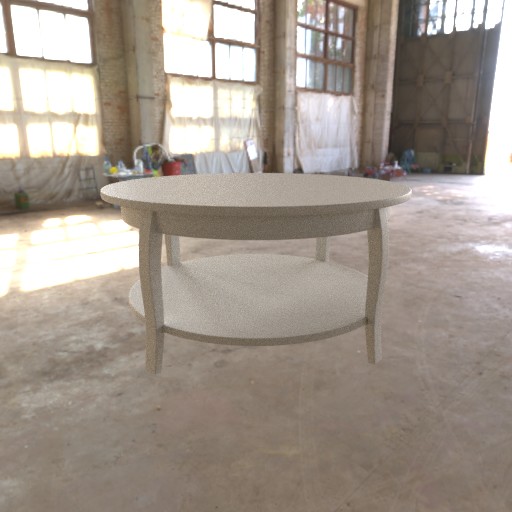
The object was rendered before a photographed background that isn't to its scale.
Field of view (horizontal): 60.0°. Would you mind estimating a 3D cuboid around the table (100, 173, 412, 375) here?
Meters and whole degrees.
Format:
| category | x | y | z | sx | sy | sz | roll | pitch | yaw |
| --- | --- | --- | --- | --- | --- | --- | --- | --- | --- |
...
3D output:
| category | x | y | z | sx | sy | sz | roll | pitch | yaw |
| --- | --- | --- | --- | --- | --- | --- | --- | --- | --- |
| table | 0.000 | 0.000 | 1.427 | 0.910 | 0.457 | 0.910 | 0 | 15 | 0 |
